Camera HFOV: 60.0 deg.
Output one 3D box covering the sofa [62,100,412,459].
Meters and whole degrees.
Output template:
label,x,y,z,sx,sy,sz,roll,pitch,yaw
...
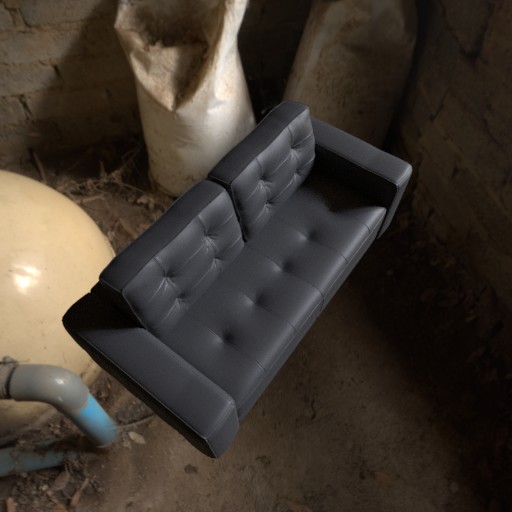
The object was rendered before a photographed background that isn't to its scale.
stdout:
label,x,y,z,sx,sy,sz,roll,pitch,yaw
sofa,0.000,0.000,2.250,0.833,0.893,1.726,32,64,18
